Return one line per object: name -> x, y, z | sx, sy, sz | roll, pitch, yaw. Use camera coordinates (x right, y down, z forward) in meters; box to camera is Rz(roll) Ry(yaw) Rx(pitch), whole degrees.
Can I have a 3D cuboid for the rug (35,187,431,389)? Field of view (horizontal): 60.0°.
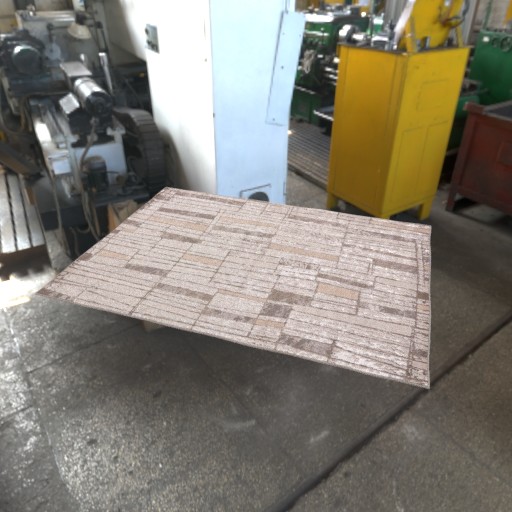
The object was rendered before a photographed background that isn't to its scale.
rug -> 0.000, 0.000, 4.477 | 3.357, 0.019, 2.449 | 10, 34, 16
